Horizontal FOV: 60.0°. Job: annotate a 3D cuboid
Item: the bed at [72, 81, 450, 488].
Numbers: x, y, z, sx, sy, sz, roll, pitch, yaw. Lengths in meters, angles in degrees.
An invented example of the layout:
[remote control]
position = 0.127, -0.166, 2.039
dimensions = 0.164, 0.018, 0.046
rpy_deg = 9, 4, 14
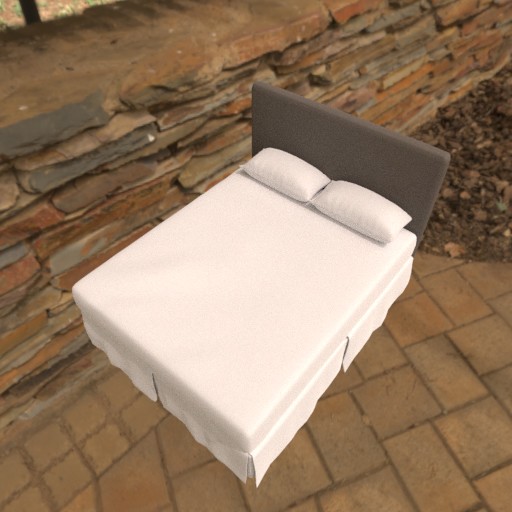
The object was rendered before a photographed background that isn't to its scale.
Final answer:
[bed]
position = 0.000, 0.000, 3.147
dimensions = 1.723, 1.330, 2.142
rpy_deg = 31, 54, 26
